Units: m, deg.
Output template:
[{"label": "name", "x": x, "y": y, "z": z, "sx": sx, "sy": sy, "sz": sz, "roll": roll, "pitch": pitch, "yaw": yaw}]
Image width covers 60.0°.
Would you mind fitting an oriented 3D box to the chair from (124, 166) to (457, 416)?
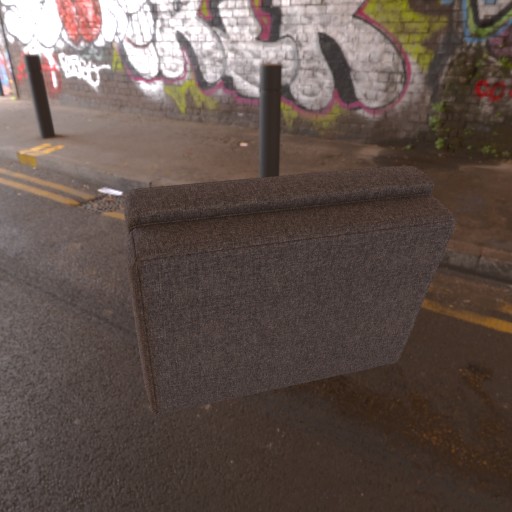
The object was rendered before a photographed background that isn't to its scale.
[{"label": "chair", "x": 0.000, "y": 0.000, "z": 1.342, "sx": 0.740, "sy": 0.615, "sz": 0.800, "roll": -8, "pitch": 28, "yaw": -15}]
